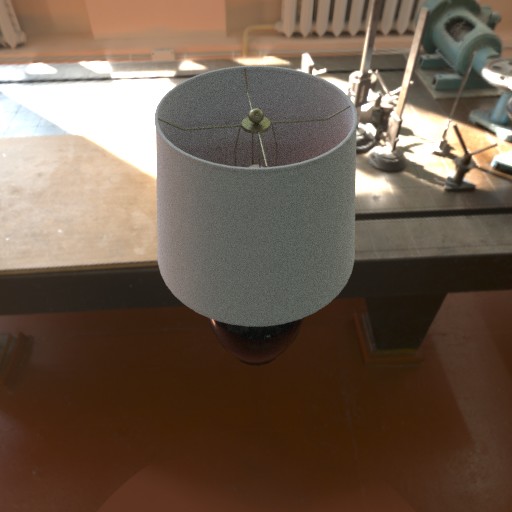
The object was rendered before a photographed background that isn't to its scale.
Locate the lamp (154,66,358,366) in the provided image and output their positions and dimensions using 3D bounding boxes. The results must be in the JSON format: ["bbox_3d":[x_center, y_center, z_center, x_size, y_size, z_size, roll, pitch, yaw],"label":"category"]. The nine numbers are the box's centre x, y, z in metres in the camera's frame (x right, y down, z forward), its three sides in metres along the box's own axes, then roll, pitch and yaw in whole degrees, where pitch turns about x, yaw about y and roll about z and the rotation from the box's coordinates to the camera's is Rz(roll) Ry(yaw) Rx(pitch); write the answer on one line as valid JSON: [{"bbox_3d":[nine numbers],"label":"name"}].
[{"bbox_3d":[0.000,0.000,0.559,0.239,0.399,0.239,0,47,0],"label":"lamp"}]
